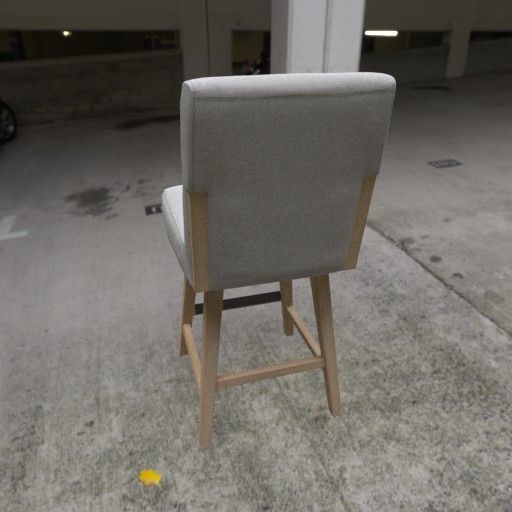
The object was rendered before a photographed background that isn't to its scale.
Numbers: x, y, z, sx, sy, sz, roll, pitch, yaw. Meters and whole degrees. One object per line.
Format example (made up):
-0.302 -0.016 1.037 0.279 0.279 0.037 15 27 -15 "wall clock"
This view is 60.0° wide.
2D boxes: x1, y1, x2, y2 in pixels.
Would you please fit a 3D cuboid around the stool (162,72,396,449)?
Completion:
0.000 0.000 1.364 0.507 1.085 0.606 -8 28 -15 "stool"
